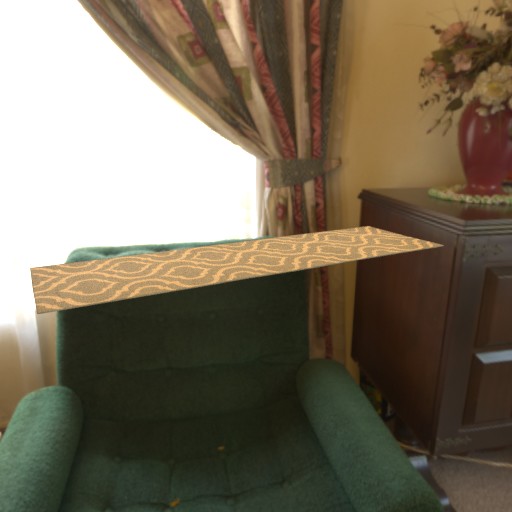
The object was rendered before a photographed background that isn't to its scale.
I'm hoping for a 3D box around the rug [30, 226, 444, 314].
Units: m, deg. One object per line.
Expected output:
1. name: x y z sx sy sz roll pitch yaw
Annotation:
1. rug: 0.000 0.000 2.504 2.275 0.009 0.684 -8 17 -27
